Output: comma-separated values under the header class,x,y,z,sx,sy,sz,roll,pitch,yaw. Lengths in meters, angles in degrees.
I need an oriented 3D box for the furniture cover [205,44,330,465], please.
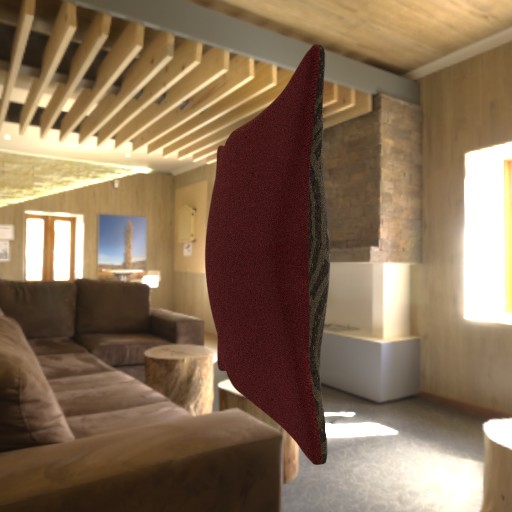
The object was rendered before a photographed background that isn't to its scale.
class,x,y,z,sx,sy,sz,roll,pitch,yaw
furniture cover,0.000,0.000,0.775,0.163,0.513,0.514,0,-1,-18
